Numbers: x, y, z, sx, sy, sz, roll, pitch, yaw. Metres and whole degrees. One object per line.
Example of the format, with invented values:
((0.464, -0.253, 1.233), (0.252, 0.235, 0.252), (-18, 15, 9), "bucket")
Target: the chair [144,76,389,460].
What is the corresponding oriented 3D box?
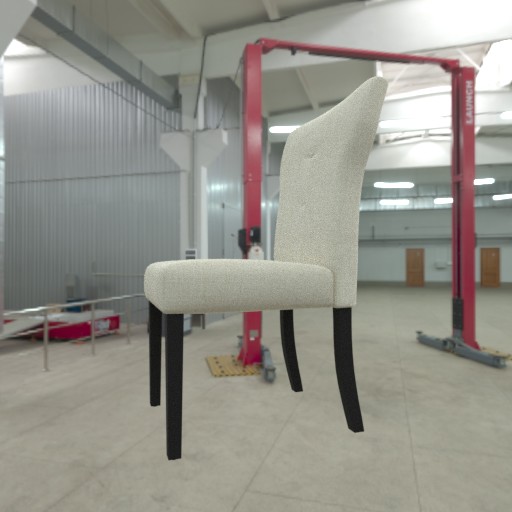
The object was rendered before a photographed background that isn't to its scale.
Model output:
((0.000, 0.000, 1.273), (0.597, 0.921, 0.509), (0, -1, -19), "chair")
